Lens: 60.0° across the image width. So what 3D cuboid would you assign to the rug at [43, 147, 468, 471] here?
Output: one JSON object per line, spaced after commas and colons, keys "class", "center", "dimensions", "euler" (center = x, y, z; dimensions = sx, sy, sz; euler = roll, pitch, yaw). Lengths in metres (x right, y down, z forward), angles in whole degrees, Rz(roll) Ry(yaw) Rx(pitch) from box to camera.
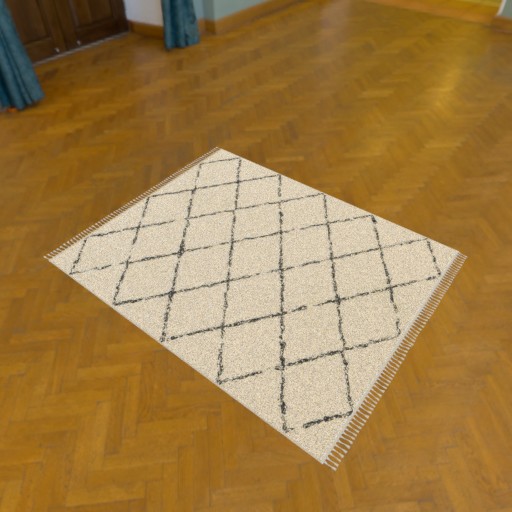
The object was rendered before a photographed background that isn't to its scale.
{"class": "rug", "center": [0.000, 0.000, 4.031], "dimensions": [3.051, 0.013, 2.380], "euler": [29, 52, 26]}
